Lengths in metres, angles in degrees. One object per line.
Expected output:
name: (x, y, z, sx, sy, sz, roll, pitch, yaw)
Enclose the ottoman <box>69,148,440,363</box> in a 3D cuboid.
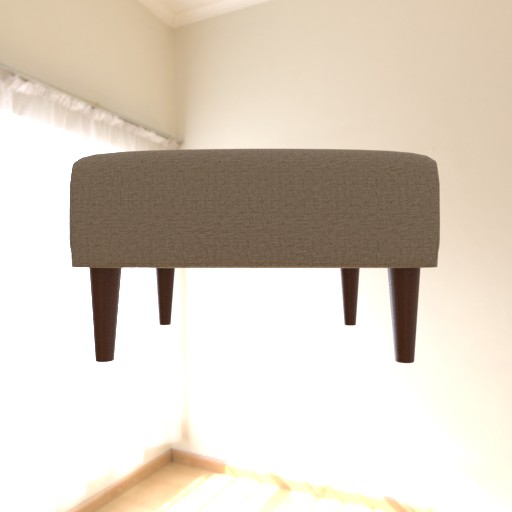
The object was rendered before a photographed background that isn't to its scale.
ottoman: (0.000, 0.000, 1.073, 0.655, 0.399, 0.648, 0, -1, 1)
